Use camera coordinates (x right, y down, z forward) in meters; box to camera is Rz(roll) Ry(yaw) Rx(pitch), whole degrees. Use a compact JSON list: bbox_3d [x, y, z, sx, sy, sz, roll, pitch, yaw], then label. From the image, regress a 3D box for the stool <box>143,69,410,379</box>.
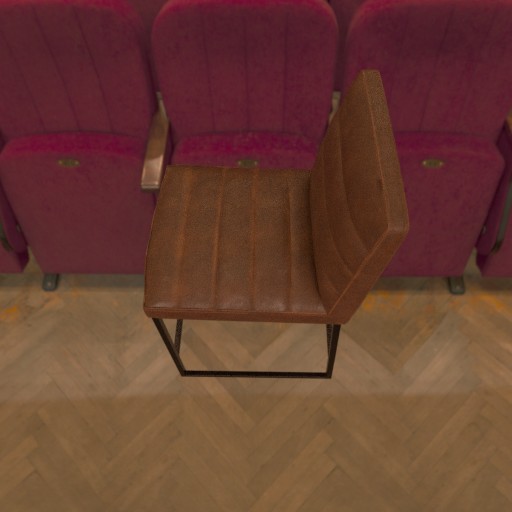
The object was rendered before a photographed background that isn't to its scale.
[{"bbox_3d":[0.000,0.000,1.273,0.562,0.942,0.463,1,59,0],"label":"stool"}]
